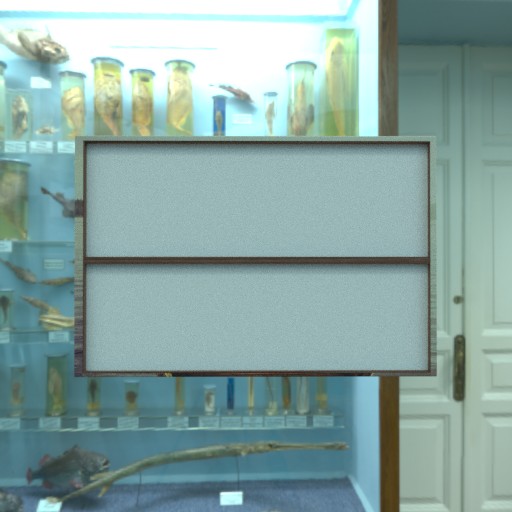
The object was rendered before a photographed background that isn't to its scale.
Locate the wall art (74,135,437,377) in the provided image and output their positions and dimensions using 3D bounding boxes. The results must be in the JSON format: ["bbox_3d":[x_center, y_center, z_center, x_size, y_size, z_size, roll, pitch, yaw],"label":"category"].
[{"bbox_3d":[0.000,0.000,1.425,1.149,0.765,0.040,0,0,0],"label":"wall art"}]
